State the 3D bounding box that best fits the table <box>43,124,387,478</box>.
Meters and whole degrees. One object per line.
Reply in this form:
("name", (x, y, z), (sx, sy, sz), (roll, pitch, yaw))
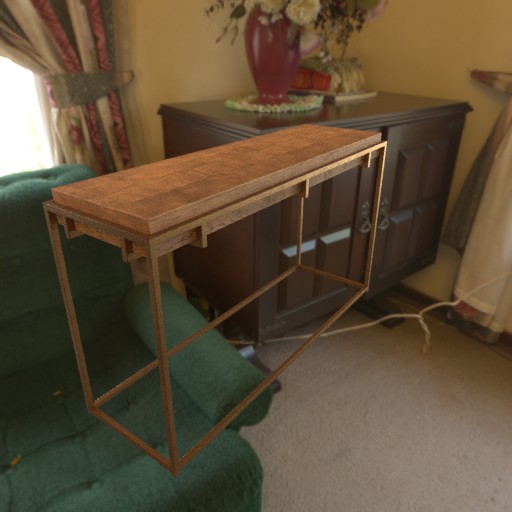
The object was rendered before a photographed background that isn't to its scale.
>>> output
("table", (0.000, 0.000, 1.782), (0.440, 0.820, 1.400), (18, 31, 33))
